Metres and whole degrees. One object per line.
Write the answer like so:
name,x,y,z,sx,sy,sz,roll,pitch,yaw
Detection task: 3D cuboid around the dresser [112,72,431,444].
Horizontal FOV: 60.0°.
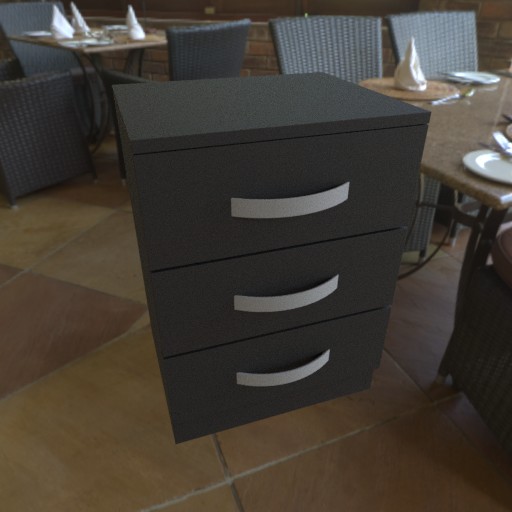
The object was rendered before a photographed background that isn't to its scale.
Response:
dresser,0.000,0.000,0.818,0.400,0.560,0.360,-10,33,-16
